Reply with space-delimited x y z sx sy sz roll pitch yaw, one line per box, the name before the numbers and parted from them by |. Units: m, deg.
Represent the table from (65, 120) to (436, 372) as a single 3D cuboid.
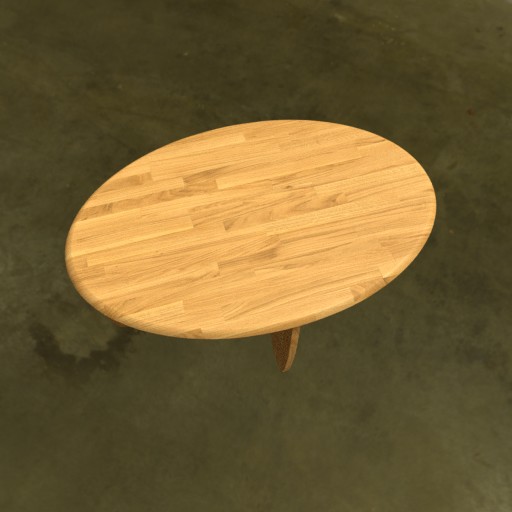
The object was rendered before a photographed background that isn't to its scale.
table | 0.000 0.000 1.419 1.040 0.490 0.690 -14 60 -8
